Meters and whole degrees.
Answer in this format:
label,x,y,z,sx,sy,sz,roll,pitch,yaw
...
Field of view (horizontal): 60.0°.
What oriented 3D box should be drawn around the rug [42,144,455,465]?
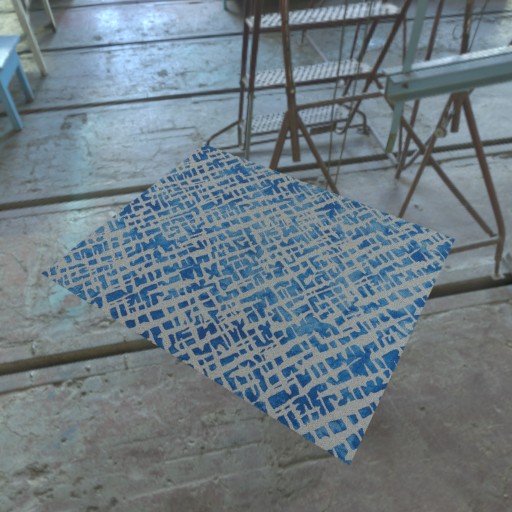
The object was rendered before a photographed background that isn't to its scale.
label,x,y,z,sx,sy,sz,roll,pitch,yaw
rug,0.000,0.000,4.108,3.007,0.007,2.435,25,52,21
